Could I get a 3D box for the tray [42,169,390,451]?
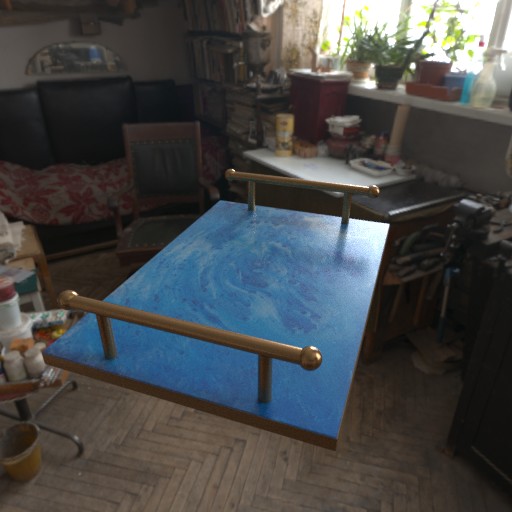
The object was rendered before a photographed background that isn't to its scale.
[{"bbox_3d":[0.000,0.000,0.574,0.304,0.084,0.444,10,30,18],"label":"tray"}]
